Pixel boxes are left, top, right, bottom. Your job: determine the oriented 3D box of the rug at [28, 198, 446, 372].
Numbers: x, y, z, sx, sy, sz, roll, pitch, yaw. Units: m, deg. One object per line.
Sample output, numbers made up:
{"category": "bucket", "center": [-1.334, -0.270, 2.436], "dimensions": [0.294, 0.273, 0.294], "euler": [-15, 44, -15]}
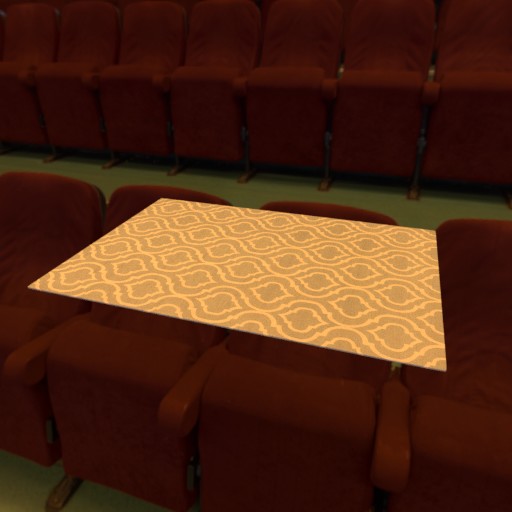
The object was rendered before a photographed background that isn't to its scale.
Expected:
{"category": "rug", "center": [0.000, 0.000, 2.673], "dimensions": [2.080, 0.010, 1.451], "euler": [9, 28, 16]}
